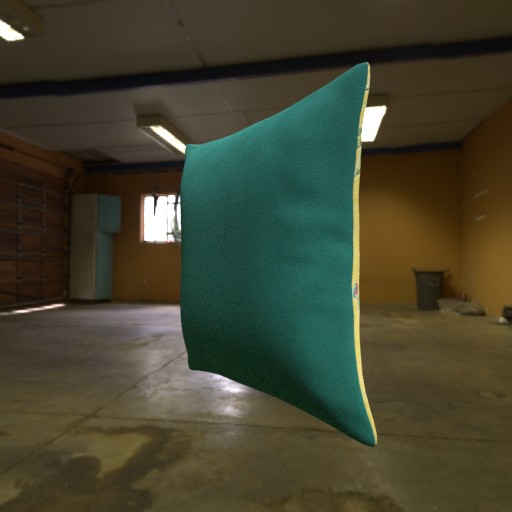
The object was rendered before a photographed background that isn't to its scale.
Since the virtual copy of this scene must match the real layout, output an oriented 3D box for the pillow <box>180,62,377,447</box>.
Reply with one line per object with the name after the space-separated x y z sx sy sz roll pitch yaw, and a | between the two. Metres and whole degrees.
0.000 0.000 0.793 0.166 0.508 0.525 1 -1 -36 | pillow
